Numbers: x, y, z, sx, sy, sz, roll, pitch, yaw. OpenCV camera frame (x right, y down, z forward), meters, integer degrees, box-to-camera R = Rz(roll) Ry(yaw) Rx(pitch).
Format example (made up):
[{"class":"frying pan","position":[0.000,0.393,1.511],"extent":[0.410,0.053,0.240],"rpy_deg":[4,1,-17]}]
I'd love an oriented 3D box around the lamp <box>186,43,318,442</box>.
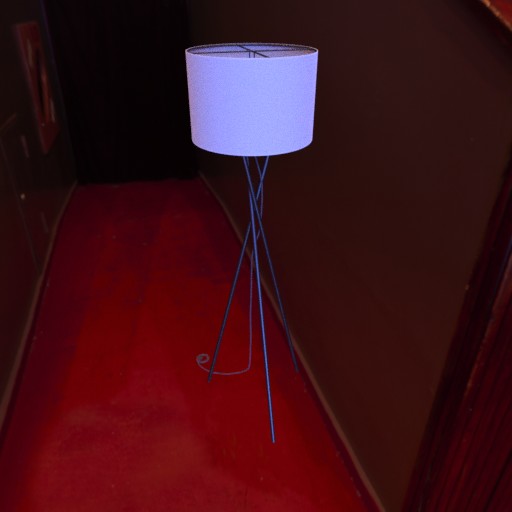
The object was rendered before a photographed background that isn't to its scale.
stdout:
[{"class":"lamp","position":[0.000,0.000,1.903],"extent":[0.522,1.624,0.667],"rpy_deg":[-9,32,-14]}]
